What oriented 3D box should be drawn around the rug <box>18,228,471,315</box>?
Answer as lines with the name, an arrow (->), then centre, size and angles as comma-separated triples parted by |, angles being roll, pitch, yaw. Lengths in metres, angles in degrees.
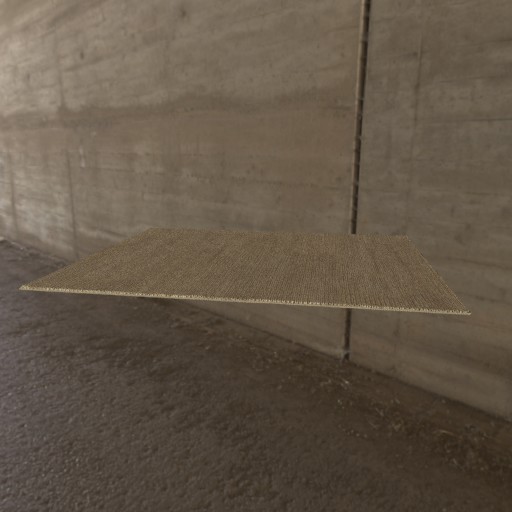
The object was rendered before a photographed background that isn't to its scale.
rug -> 0.000, 0.000, 4.082 | 3.052, 0.030, 2.429 | 2, 14, 9
